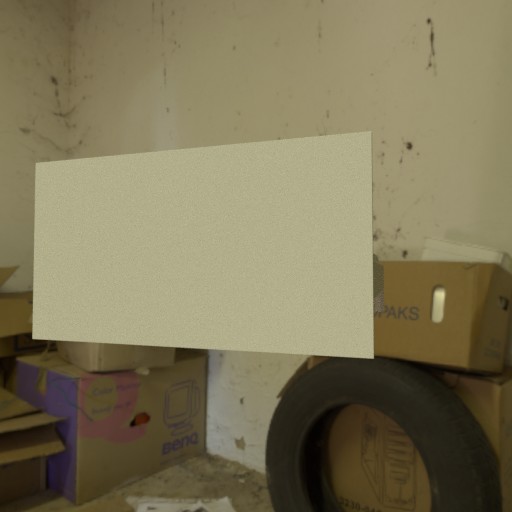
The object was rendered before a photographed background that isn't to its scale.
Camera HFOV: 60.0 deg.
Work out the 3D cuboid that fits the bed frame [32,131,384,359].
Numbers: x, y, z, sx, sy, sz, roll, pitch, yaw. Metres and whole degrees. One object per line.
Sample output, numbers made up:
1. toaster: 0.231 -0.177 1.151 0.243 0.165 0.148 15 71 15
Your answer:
1. bed frame: 0.000 0.000 2.713 1.490 0.800 1.950 -1 -2 18
